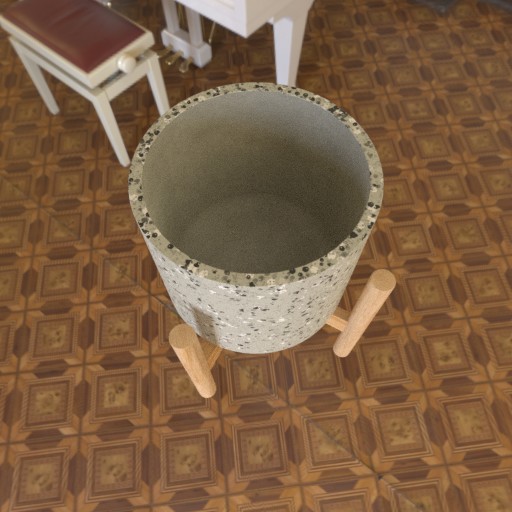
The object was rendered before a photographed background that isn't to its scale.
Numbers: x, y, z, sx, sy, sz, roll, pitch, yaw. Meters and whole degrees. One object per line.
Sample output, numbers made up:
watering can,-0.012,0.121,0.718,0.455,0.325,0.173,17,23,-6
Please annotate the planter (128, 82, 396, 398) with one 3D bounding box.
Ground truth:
planter,0.000,0.000,0.530,0.284,0.320,0.284,-36,68,-17
